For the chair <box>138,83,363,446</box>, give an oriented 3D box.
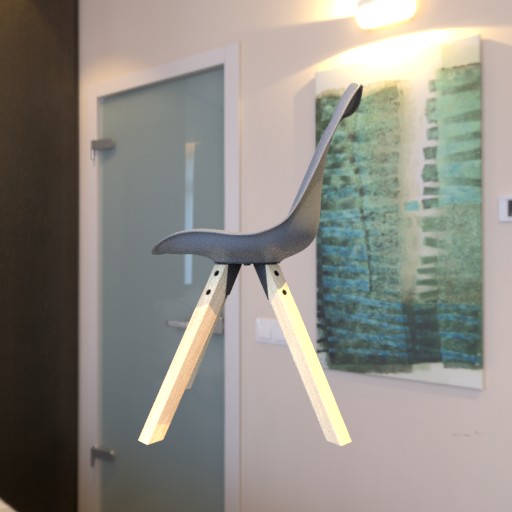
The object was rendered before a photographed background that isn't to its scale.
[{"bbox_3d":[0.000,0.000,1.211,0.550,0.850,0.485,0,0,1],"label":"chair"}]
